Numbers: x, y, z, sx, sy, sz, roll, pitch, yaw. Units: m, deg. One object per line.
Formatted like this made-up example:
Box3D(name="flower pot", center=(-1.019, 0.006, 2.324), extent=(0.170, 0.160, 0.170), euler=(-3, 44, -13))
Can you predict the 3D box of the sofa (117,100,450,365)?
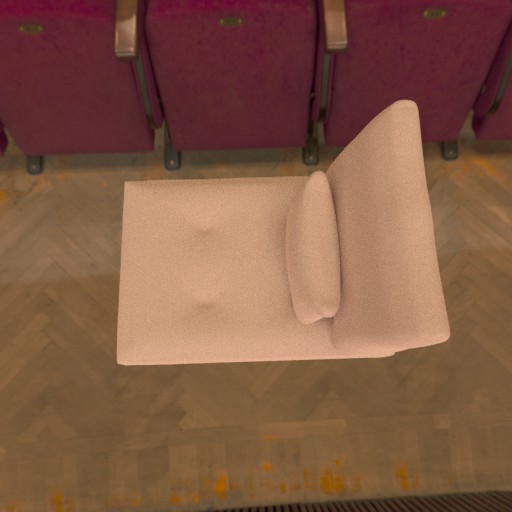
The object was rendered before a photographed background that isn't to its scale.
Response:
Box3D(name="sofa", center=(0.000, 0.000, 1.536), extent=(1.000, 0.820, 0.700), euler=(-2, 75, 0))
